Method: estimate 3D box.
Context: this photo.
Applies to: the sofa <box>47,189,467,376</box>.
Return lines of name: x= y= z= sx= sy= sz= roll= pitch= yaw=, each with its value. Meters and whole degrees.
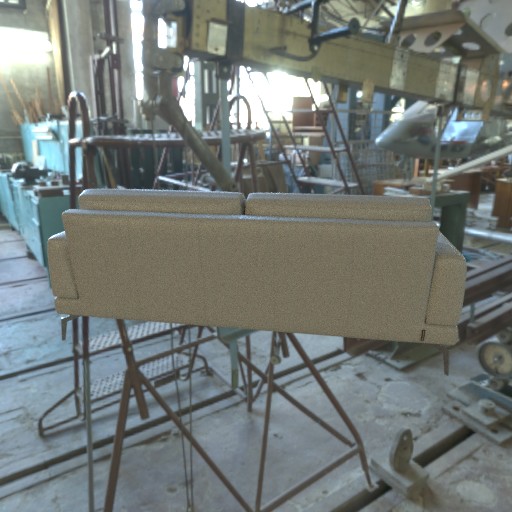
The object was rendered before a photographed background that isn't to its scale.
sofa: x=0.000 y=0.000 z=2.401 sx=1.940 sy=0.765 sz=0.974 roll=3 pitch=17 yaw=10
